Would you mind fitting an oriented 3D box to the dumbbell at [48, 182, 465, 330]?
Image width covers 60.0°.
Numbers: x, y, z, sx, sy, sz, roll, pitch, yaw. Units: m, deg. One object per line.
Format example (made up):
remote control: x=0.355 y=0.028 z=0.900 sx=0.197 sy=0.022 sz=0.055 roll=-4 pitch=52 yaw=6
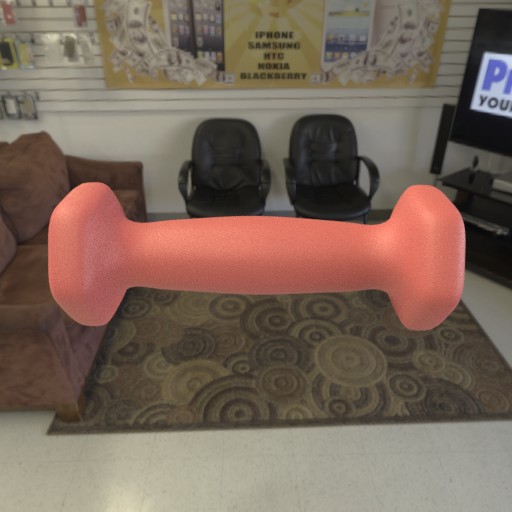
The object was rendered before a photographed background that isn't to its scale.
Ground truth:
dumbbell: x=0.000 y=0.000 z=0.143 sx=0.123 sy=0.043 sz=0.047 roll=1 pitch=31 yaw=1
